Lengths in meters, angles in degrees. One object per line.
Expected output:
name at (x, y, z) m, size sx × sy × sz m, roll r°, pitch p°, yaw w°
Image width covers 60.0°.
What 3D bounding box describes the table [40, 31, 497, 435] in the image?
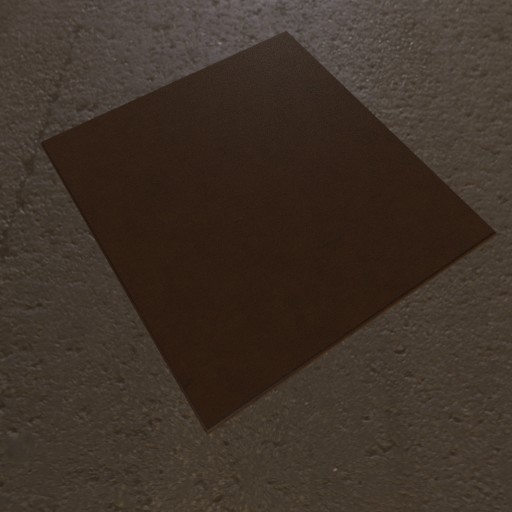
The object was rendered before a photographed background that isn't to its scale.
table at (0.000, 0.000, 1.023) m, size 0.560 × 0.562 × 0.602 m, roll -31°, pitch 67°, yaw -14°
